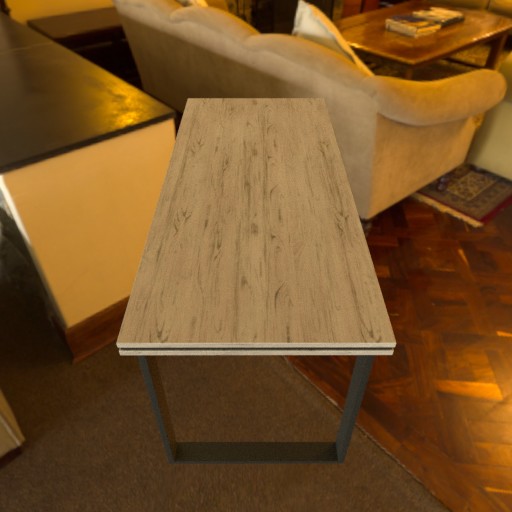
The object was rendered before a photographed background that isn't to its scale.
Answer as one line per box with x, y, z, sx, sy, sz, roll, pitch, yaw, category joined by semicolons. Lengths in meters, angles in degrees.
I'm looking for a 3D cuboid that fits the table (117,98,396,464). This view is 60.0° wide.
0.000;0.000;2.222;0.795;0.899;1.778;0;41;0;table
